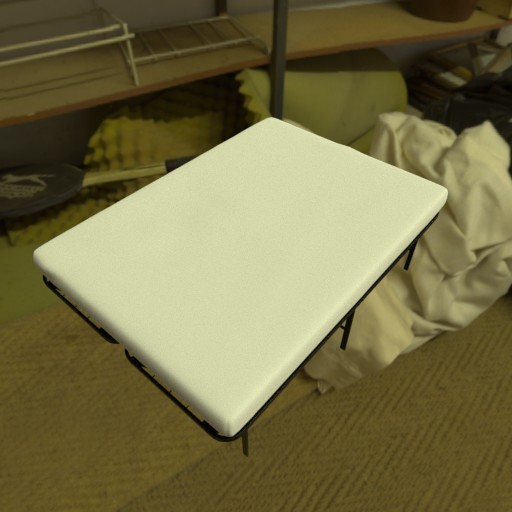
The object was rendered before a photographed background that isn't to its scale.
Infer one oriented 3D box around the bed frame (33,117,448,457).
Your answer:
[{"bbox_3d":[0.000,0.000,2.576,1.372,0.637,1.905,31,52,28],"label":"bed frame"}]
